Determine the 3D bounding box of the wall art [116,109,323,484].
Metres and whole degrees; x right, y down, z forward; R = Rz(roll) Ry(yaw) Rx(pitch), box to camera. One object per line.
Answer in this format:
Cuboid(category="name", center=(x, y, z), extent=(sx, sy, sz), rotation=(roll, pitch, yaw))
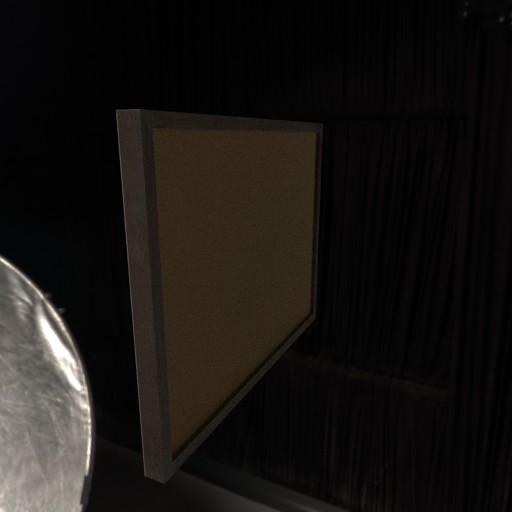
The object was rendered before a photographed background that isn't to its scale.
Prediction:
Cuboid(category="wall art", center=(0.000, 0.000, 1.710), extent=(0.070, 1.009, 1.320), rotation=(7, 17, 25))
